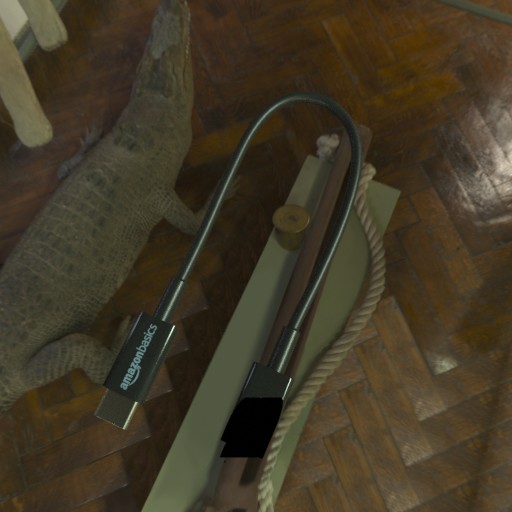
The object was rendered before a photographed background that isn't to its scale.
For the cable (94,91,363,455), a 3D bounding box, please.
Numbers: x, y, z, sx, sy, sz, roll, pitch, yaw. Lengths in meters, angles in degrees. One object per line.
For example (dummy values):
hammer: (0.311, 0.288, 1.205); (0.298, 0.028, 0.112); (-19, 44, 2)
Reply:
cable: (0.000, 0.000, 0.111); (0.040, 0.006, 0.098); (23, 77, 6)
